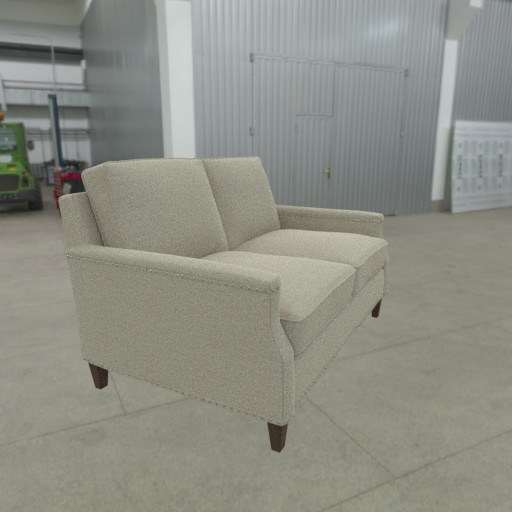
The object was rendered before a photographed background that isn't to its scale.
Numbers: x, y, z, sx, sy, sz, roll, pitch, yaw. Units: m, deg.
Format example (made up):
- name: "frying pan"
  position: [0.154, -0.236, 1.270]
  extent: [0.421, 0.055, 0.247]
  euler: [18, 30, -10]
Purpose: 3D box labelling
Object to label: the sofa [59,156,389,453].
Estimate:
- name: "sofa"
  position: [0.000, 0.000, 2.309]
  extent: [1.084, 1.003, 1.597]
  euler: [7, 16, 27]
